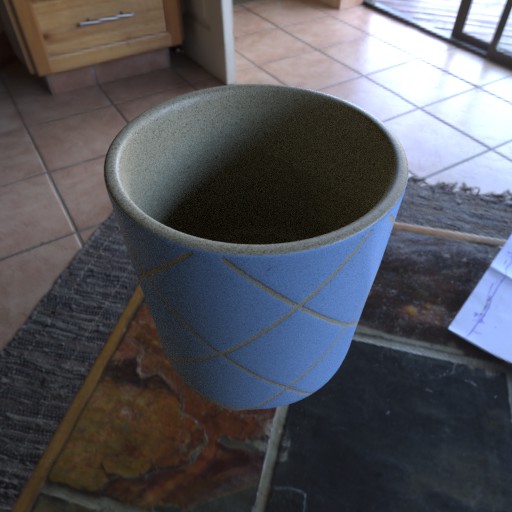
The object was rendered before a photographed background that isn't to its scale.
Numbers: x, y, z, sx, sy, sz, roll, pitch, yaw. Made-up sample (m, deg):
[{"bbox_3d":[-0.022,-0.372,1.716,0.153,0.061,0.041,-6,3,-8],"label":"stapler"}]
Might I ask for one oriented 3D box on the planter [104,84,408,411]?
[{"bbox_3d":[0.000,0.000,0.422,0.227,0.235,0.227,0,46,0],"label":"planter"}]
